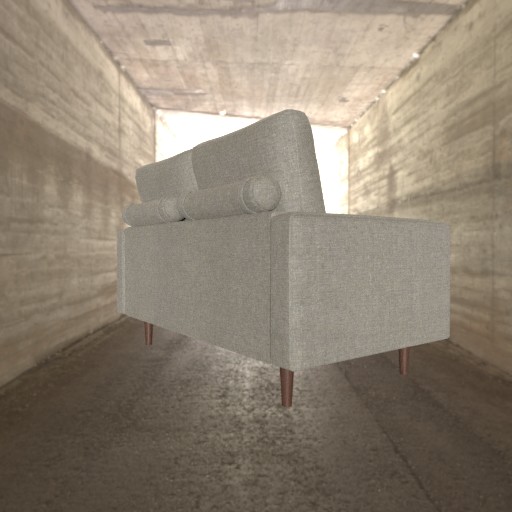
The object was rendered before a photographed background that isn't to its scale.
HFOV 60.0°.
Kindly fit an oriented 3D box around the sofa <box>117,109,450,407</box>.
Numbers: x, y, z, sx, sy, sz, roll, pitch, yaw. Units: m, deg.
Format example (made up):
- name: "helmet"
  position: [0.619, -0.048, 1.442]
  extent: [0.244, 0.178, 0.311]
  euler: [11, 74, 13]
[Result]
- name: "sofa"
  position: [0.000, 0.000, 1.973]
  extent: [0.842, 0.907, 1.407]
  euler: [-1, 1, -36]
